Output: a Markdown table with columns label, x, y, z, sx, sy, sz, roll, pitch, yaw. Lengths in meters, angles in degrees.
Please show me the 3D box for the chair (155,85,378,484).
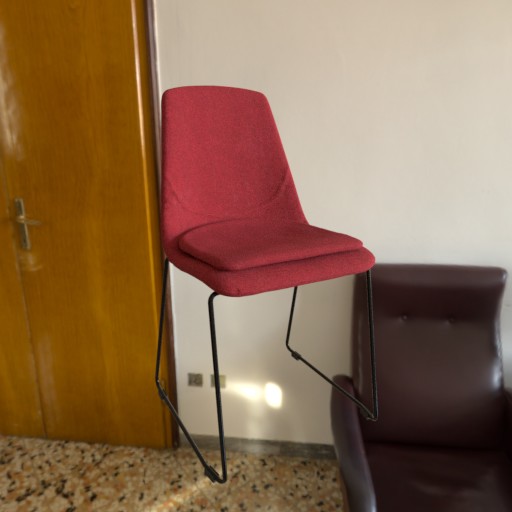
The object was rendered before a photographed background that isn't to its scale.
| label | x | y | z | sx | sy | sz | roll | pitch | yaw |
| --- | --- | --- | --- | --- | --- | --- | --- | --- | --- |
| chair | 0.000 | 0.000 | 1.148 | 0.479 | 0.858 | 0.518 | -9 | 19 | -27 |
